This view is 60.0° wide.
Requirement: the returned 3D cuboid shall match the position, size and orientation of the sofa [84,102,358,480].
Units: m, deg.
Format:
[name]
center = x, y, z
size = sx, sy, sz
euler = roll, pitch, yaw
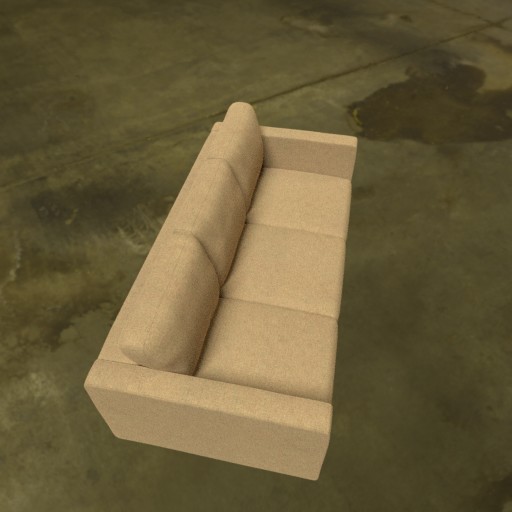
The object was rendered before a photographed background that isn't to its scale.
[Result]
[sofa]
center = 0.000, 0.000, 2.309
size = 0.930, 0.800, 1.855
euler = 9, 48, 8
